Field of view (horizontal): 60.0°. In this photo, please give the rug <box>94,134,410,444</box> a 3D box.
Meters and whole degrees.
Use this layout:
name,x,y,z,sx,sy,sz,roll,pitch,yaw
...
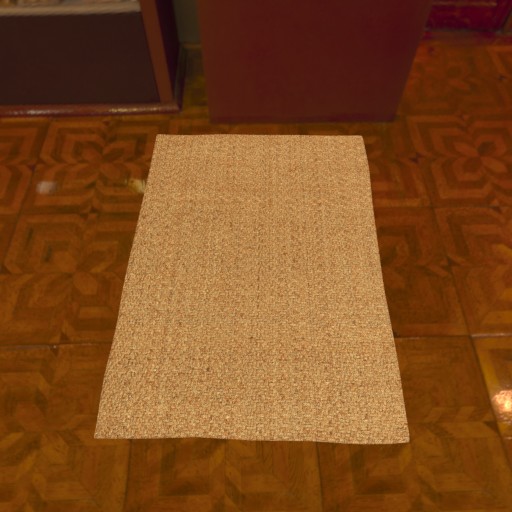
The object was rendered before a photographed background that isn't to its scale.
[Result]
name,x,y,z,sx,sy,sz,roll,pitch,yaw
rug,0.000,0.000,2.717,1.566,0.013,2.141,1,57,0
